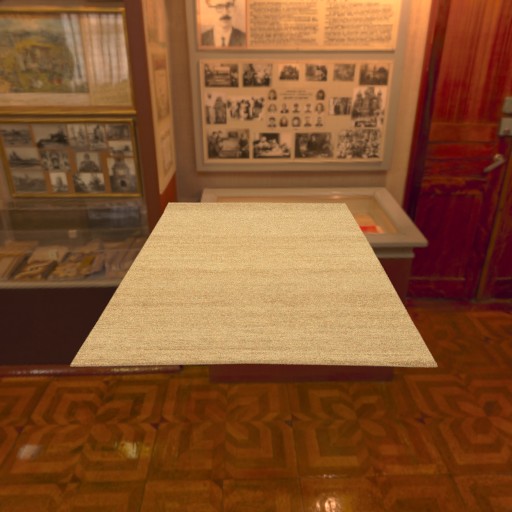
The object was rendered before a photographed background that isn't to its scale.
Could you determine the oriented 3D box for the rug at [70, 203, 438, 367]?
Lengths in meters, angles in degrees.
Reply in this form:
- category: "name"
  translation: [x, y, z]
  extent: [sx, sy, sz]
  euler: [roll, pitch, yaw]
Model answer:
- category: "rug"
  translation: [0.000, 0.000, 2.948]
  extent: [1.596, 0.030, 2.283]
  euler: [0, 25, 1]
